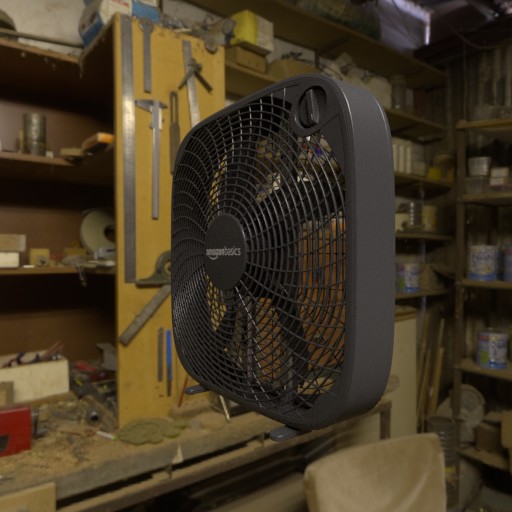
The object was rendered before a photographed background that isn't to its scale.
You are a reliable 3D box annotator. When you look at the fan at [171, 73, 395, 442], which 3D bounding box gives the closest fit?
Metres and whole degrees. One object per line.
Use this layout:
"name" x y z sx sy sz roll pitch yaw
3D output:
"fan" 0.000 0.000 0.785 0.142 0.533 0.526 0 0 -36
